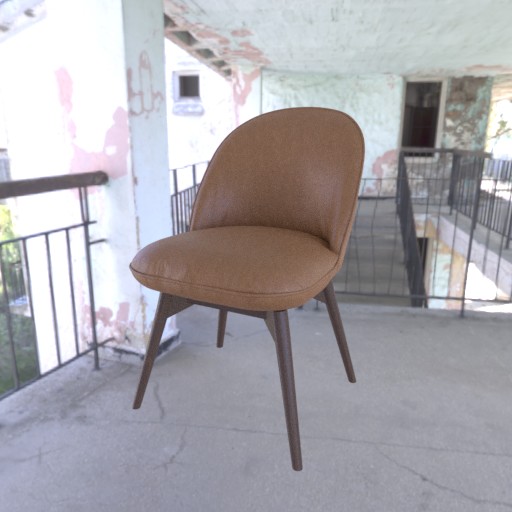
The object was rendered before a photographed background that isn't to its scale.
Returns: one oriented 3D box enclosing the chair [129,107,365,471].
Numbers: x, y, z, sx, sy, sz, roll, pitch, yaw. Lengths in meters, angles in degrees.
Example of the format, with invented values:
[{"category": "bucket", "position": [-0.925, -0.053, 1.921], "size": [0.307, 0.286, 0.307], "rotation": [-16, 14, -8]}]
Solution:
[{"category": "chair", "position": [0.000, 0.000, 1.248], "size": [0.521, 0.831, 0.631], "rotation": [8, 17, 28]}]
